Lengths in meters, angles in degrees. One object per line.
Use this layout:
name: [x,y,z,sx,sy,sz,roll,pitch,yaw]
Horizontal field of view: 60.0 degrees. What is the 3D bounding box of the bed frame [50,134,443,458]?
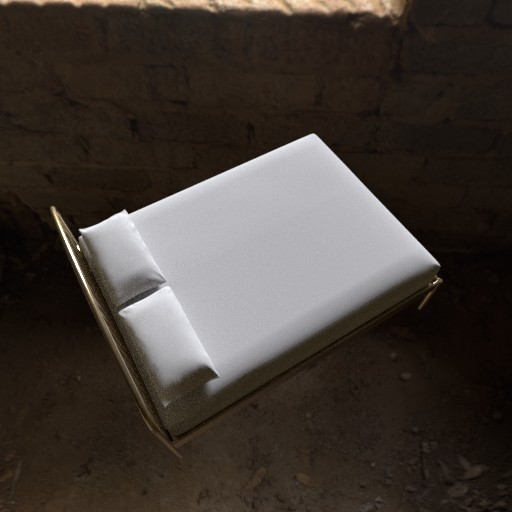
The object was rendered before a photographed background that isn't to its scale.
bed frame: [0.000,0.000,3.125,2.152,1.175,1.612,-27,62,-16]
